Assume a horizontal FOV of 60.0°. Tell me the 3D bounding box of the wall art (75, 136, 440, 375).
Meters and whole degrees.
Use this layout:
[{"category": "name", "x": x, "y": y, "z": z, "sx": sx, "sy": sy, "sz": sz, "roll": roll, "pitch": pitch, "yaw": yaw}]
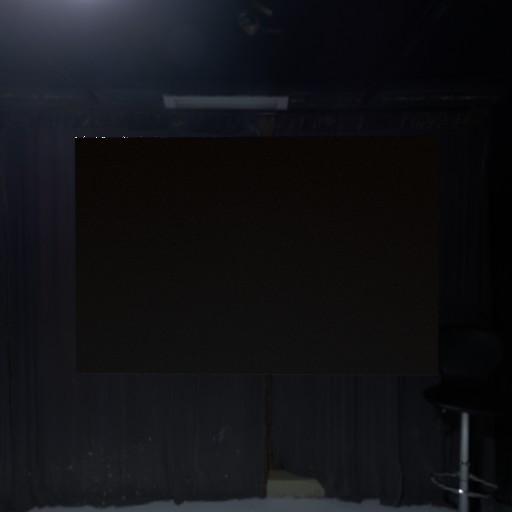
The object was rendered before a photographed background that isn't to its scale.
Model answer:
[{"category": "wall art", "x": 0.000, "y": 0.000, "z": 1.150, "sx": 0.932, "sy": 0.610, "sz": 0.027, "roll": 0, "pitch": 1, "yaw": 1}]
